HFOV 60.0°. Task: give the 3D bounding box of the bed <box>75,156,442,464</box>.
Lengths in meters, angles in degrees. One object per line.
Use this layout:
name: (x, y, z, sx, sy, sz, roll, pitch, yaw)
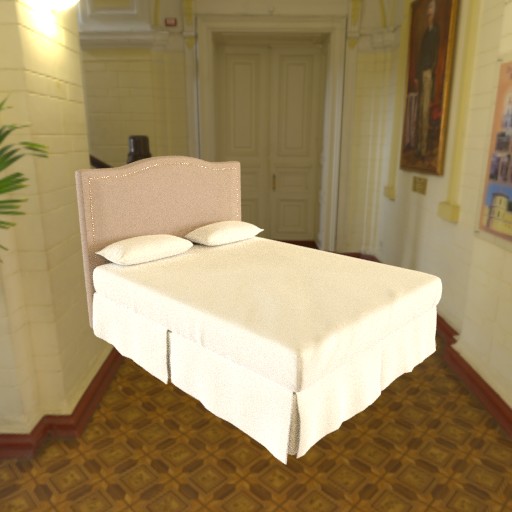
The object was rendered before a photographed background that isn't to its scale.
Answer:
bed: (0.000, 0.000, 3.410, 2.282, 1.436, 1.821, 14, 21, 42)
